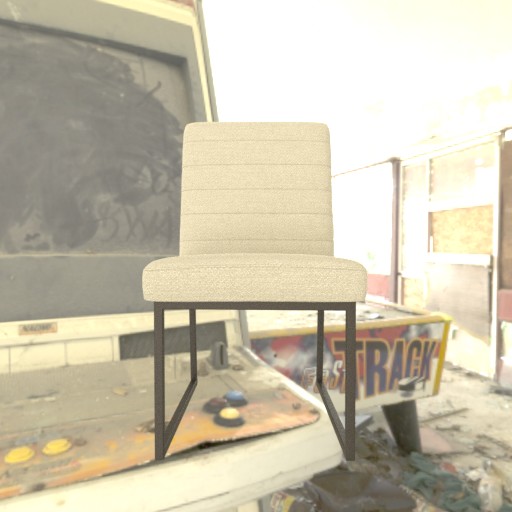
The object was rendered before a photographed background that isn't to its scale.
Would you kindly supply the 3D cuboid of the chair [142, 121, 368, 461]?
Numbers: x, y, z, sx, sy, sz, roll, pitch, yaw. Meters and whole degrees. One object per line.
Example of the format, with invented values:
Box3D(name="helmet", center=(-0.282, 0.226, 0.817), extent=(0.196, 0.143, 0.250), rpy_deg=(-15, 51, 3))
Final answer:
Box3D(name="chair", center=(0.000, 0.000, 1.310), extent=(0.520, 0.930, 0.634), rpy_deg=(0, 2, 1))
